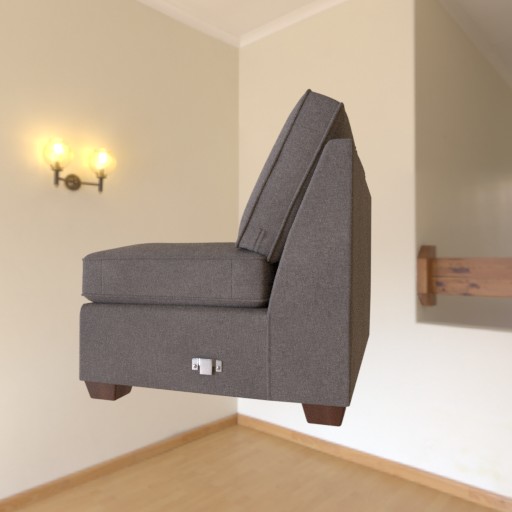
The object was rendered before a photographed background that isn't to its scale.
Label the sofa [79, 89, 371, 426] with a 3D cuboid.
[{"bbox_3d":[0.000,0.000,1.982,0.951,1.008,1.237,0,0,17],"label":"sofa"}]
